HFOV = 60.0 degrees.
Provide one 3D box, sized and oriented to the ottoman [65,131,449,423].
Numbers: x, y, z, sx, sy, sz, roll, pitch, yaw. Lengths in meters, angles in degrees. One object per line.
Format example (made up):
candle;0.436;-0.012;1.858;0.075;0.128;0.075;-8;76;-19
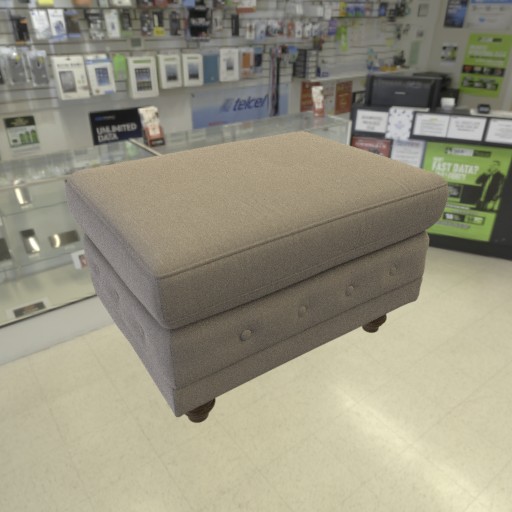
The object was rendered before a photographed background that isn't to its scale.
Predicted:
ottoman;0.000;0.000;1.156;0.771;0.500;0.569;-18;34;-29
